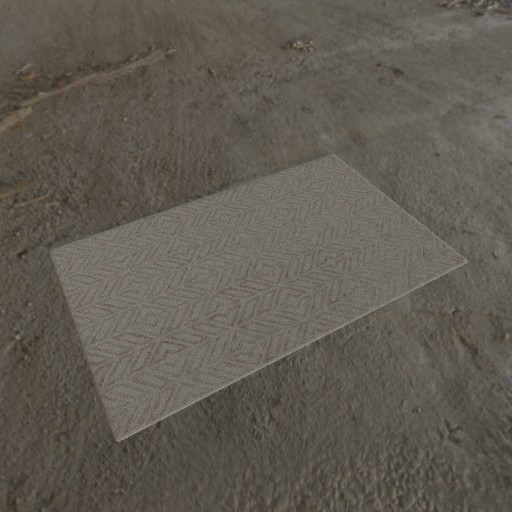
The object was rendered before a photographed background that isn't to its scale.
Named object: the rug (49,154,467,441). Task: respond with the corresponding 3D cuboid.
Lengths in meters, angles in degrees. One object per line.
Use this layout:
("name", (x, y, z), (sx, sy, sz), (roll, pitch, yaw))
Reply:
("rug", (0.000, 0.000, 3.033), (2.438, 0.008, 1.523), (-22, 50, -20))
